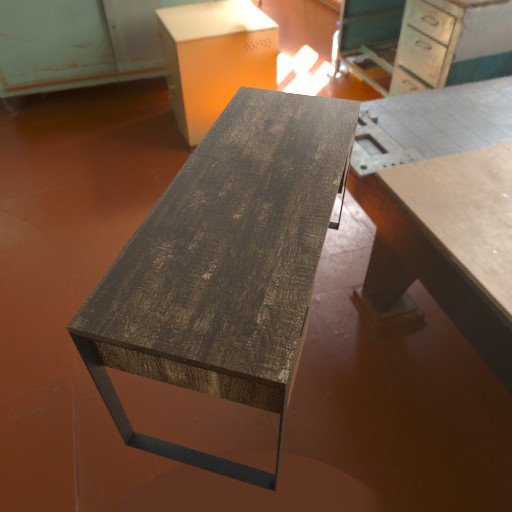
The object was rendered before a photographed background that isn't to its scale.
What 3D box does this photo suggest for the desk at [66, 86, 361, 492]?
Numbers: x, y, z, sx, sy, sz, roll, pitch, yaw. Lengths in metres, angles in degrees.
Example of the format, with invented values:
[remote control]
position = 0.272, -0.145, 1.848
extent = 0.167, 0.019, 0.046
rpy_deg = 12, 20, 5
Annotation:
[desk]
position = 0.000, 0.000, 1.894
extent = 0.599, 0.762, 1.524
rpy_deg = 12, 46, 11
